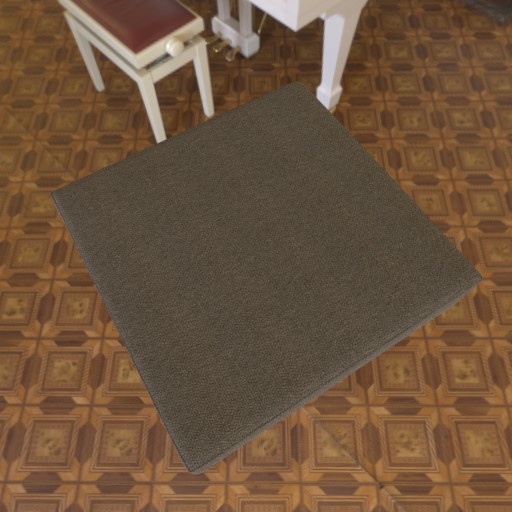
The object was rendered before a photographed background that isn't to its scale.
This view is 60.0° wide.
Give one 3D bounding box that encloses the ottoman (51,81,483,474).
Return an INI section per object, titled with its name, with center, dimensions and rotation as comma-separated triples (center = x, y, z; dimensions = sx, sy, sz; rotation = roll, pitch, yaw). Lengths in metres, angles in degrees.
[ottoman]
center = 0.000, 0.000, 1.487
dimensions = 0.981, 0.378, 0.970
rotation = -29, 67, -14
